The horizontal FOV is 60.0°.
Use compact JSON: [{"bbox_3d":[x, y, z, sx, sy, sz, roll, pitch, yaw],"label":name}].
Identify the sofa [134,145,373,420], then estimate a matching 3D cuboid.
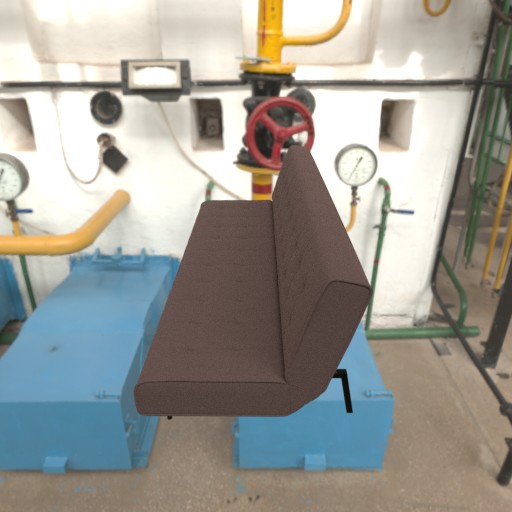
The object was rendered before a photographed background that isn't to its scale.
[{"bbox_3d":[0.000,0.000,2.106,0.747,0.699,1.703,0,26,0],"label":"sofa"}]
